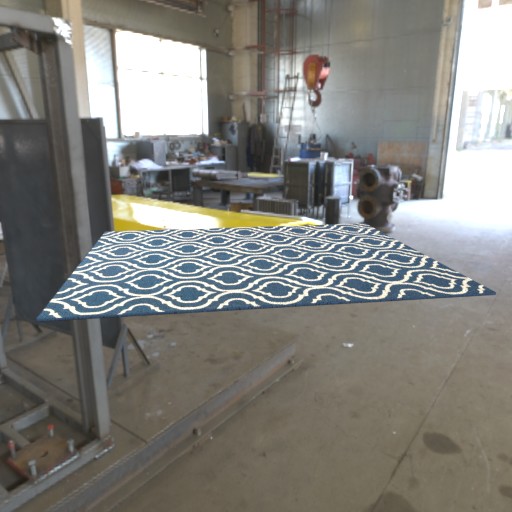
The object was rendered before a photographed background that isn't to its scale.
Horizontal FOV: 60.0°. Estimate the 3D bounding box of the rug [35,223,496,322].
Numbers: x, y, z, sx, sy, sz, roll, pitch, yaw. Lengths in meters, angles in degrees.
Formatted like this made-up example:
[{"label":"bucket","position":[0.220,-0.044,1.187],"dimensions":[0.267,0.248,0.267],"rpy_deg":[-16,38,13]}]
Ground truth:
[{"label":"rug","position":[0.000,0.000,3.800],"dimensions":[2.881,0.020,2.270],"rpy_deg":[-2,16,-8]}]
